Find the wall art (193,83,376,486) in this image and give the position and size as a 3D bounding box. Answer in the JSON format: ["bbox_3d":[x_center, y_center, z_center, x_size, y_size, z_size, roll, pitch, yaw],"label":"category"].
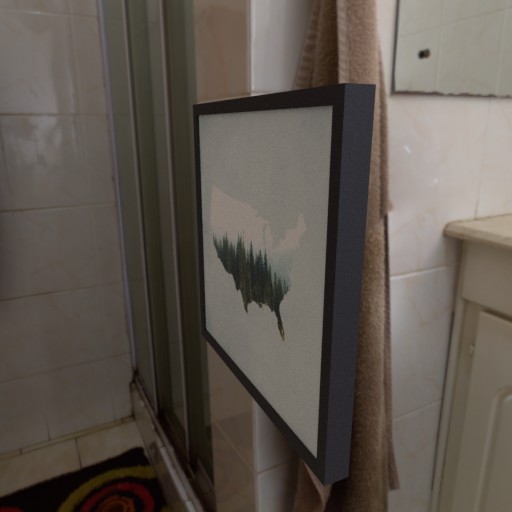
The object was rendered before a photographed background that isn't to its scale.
[{"bbox_3d":[0.000,0.000,0.755,0.040,0.509,0.509,-8,18,-25],"label":"wall art"}]
